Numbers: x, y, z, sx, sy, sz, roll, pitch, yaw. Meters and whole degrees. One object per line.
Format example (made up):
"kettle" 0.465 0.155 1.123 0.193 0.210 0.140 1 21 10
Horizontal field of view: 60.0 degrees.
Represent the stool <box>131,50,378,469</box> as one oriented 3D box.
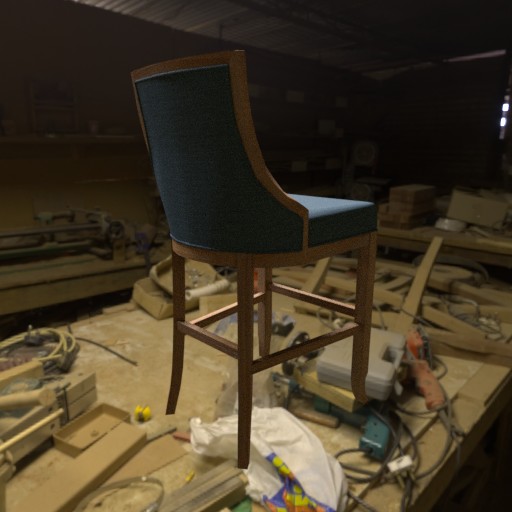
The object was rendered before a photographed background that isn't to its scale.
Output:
"stool" 0.000 0.000 1.430 0.524 1.101 0.626 14 20 43
